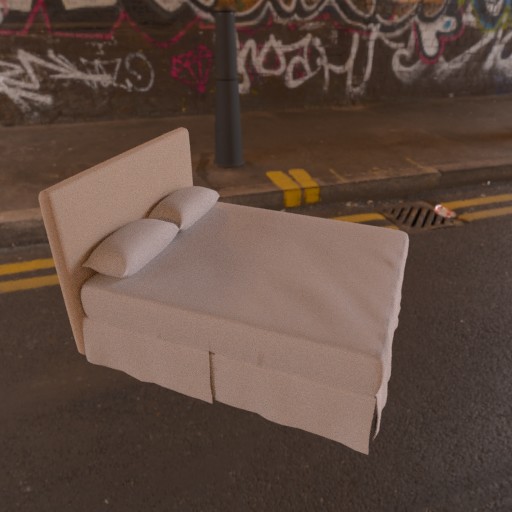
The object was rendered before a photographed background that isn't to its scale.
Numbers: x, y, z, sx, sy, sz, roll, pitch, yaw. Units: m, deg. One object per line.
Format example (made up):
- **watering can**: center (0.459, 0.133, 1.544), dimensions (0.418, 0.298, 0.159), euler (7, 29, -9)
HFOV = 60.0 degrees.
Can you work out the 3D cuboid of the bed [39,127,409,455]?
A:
- **bed**: center (0.000, 0.000, 3.247), dimensions (2.142, 1.330, 1.748), euler (11, 32, 18)
